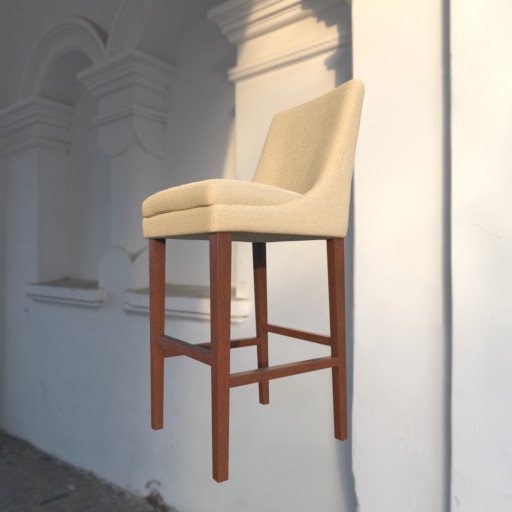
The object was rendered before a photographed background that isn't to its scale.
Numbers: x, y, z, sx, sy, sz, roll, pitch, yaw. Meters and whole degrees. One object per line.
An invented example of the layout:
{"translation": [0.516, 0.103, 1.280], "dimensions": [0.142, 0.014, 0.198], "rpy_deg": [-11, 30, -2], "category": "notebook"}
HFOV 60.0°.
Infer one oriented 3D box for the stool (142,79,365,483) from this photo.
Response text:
{"translation": [0.000, 0.000, 1.367], "dimensions": [0.577, 1.078, 0.470], "rpy_deg": [0, 0, -35], "category": "stool"}
